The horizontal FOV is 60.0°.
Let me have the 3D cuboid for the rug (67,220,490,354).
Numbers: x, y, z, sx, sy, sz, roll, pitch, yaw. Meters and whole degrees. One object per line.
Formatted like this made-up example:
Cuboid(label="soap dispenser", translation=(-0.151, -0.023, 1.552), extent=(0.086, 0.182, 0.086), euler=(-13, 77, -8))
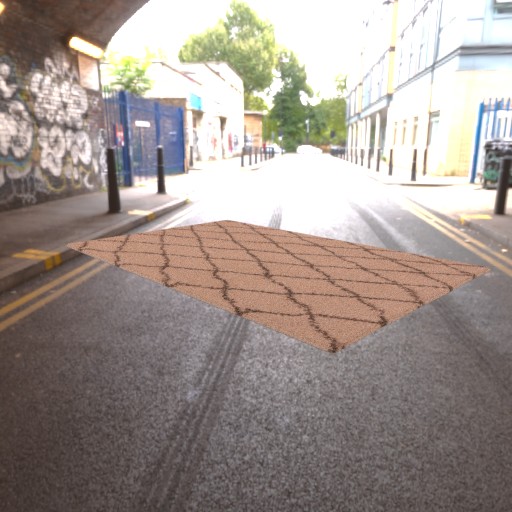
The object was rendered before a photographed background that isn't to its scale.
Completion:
Cuboid(label="rug", translation=(0.000, 0.000, 3.357), extent=(1.778, 0.030, 2.743), euler=(-13, 19, -42))
